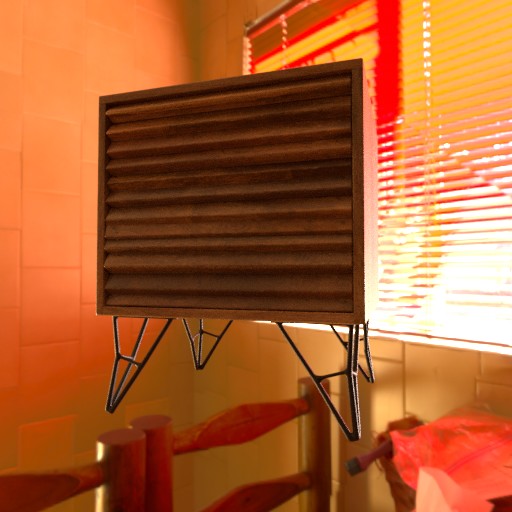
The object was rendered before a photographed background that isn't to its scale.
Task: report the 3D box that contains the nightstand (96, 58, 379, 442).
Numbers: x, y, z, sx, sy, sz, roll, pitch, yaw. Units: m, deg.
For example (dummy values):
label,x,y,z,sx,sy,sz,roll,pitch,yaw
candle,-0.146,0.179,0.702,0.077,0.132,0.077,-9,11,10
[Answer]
label,x,y,z,sx,sy,sz,roll,pitch,yaw
nightstand,0.000,0.000,0.893,0.457,0.559,0.406,-1,-2,18
